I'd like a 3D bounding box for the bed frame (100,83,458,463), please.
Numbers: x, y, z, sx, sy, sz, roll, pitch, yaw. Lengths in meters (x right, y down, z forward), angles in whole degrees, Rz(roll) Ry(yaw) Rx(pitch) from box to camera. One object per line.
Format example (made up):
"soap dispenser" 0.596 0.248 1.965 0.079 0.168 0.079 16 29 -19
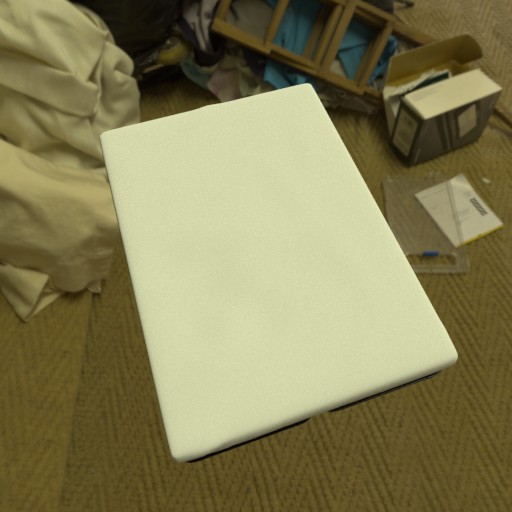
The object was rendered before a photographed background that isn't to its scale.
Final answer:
"bed frame" 0.000 0.000 2.572 1.372 0.637 1.905 -17 64 -8
